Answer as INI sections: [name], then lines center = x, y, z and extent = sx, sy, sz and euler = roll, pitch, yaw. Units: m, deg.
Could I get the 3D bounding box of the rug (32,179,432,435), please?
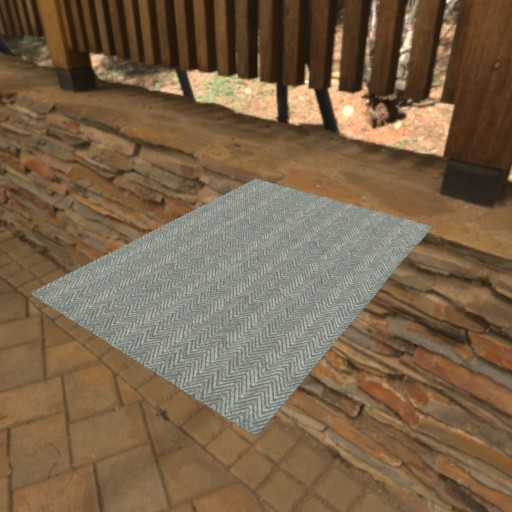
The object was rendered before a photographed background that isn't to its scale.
[rug]
center = 0.000, 0.000, 5.215
extent = 2.894, 0.011, 3.957
euler = 21, 37, 30
